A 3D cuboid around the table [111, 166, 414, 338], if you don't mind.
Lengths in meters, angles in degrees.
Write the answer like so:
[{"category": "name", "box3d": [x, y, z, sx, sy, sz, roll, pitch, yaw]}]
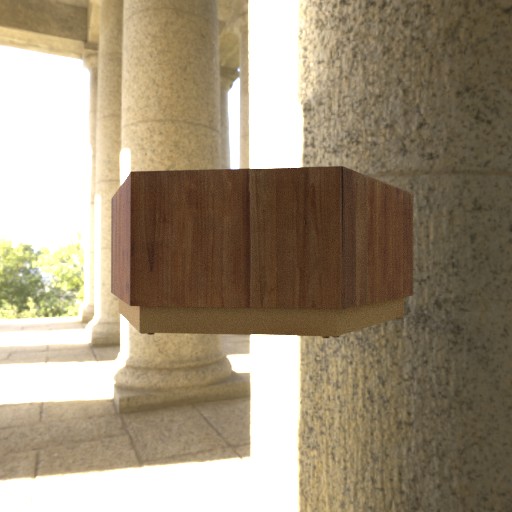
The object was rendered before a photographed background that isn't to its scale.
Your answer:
[{"category": "table", "box3d": [0.000, 0.000, 1.683, 1.000, 0.456, 1.154, -1, -1, 37]}]
